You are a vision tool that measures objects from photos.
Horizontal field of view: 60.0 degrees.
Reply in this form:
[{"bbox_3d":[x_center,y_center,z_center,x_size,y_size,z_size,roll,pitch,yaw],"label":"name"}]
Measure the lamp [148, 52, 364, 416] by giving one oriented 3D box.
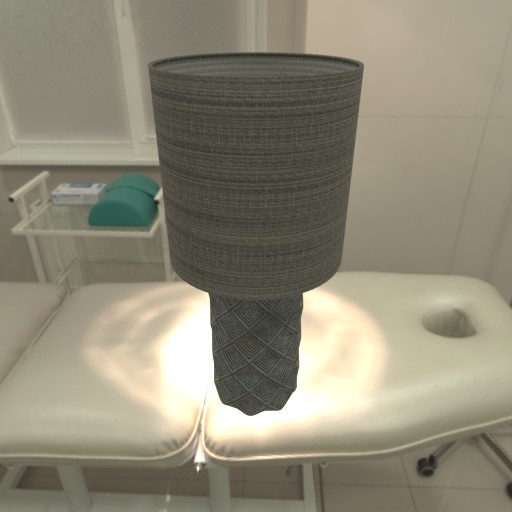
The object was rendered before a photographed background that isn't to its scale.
[{"bbox_3d":[0.000,0.000,0.703,0.268,0.566,0.269,1,30,2],"label":"lamp"}]
